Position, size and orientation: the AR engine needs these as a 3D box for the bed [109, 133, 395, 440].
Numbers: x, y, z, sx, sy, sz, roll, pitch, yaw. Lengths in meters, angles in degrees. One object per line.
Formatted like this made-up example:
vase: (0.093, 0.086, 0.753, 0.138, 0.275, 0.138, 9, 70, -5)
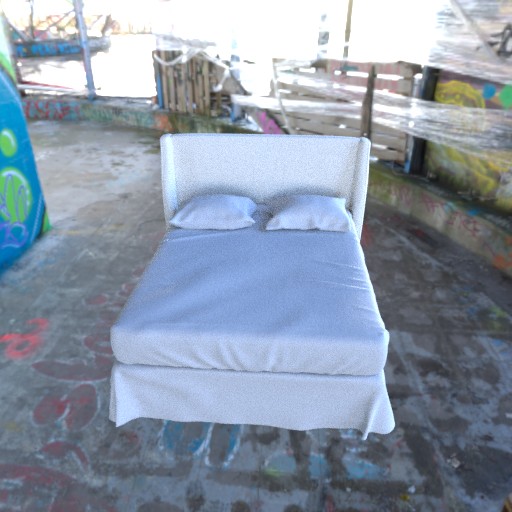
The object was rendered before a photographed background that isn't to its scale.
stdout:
bed: (0.000, 0.000, 3.437, 1.925, 1.332, 2.276, 2, 29, 3)
